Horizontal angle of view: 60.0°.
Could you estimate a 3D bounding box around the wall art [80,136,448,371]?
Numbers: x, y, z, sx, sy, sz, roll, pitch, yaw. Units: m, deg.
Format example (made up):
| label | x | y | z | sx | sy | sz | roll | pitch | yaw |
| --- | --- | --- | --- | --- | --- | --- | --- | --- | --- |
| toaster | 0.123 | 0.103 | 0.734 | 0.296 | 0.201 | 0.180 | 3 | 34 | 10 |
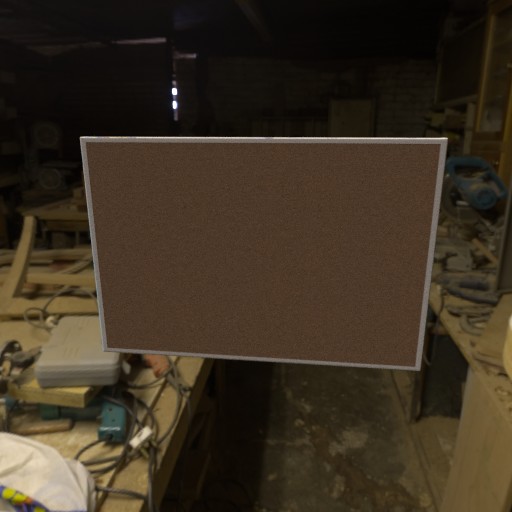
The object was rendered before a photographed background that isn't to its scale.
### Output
| label | x | y | z | sx | sy | sz | roll | pitch | yaw |
| --- | --- | --- | --- | --- | --- | --- | --- | --- | --- |
| wall art | 0.000 | 0.000 | 1.487 | 1.136 | 0.769 | 0.040 | 2 | 17 | 7 |
